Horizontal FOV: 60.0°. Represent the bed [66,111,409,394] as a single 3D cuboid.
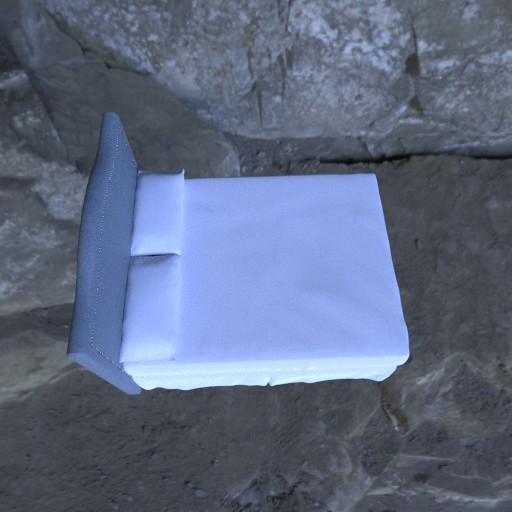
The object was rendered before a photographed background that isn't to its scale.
[{"bbox_3d":[0.000,0.000,3.345,2.143,1.460,1.753,-2,64,-1],"label":"bed"}]
